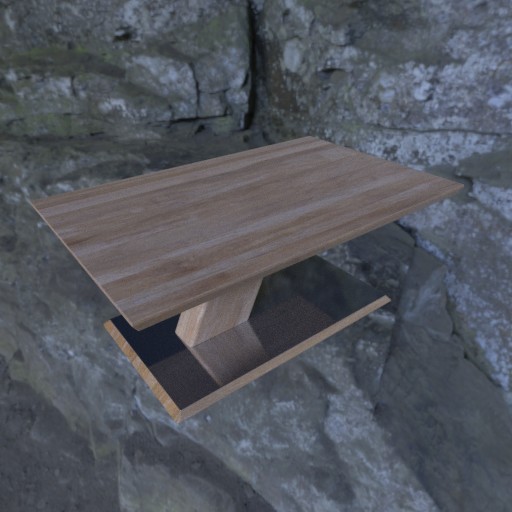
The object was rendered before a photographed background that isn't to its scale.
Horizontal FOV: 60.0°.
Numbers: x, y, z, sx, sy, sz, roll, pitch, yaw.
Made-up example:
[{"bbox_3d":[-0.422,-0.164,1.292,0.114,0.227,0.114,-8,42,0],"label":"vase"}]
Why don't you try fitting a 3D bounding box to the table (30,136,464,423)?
[{"bbox_3d":[0.000,0.000,1.432,1.100,0.441,0.692,-22,37,-32],"label":"table"}]
